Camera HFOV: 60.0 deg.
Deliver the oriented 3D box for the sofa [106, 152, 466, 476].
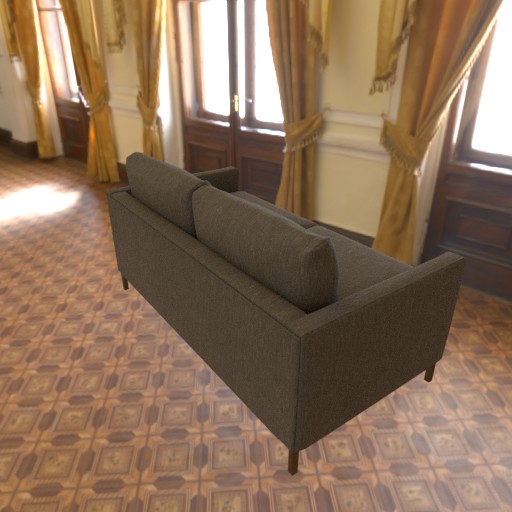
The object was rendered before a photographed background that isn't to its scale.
[{"bbox_3d":[0.000,0.000,2.177,0.875,0.840,1.682,-18,32,-32],"label":"sofa"}]
